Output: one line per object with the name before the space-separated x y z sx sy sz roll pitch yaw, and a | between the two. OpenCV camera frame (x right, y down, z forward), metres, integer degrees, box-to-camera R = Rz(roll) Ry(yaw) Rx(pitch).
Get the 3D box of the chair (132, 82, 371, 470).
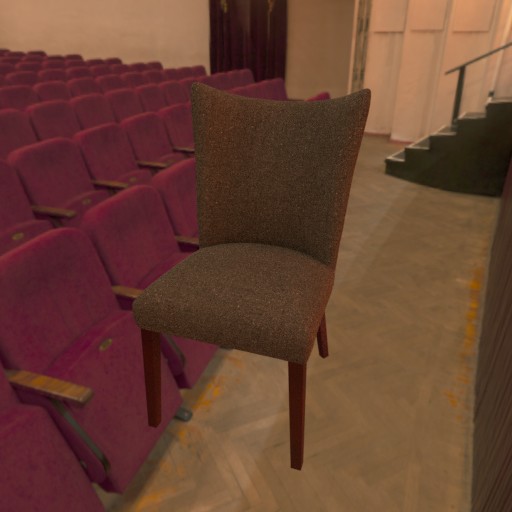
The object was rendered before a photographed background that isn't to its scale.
chair | 0.000 0.000 1.316 0.535 0.924 0.623 9 27 17
